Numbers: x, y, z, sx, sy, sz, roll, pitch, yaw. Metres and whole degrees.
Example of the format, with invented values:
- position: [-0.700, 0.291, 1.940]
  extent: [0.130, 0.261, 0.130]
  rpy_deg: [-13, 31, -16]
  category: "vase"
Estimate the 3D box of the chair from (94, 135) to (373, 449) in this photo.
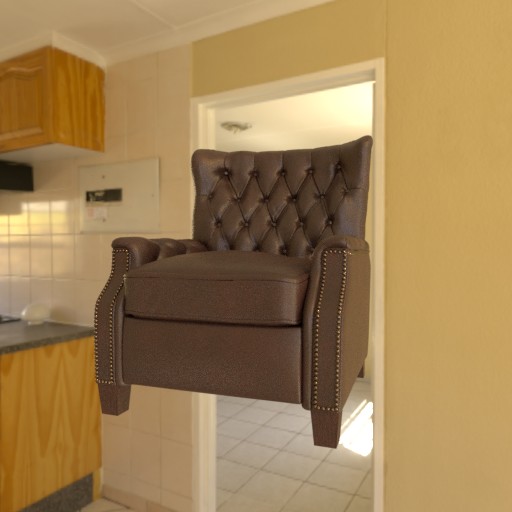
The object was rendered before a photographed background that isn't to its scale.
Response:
- position: [0.000, 0.000, 1.467]
  extent: [0.709, 0.864, 0.823]
  rpy_deg: [0, 1, 19]
  category: "chair"
